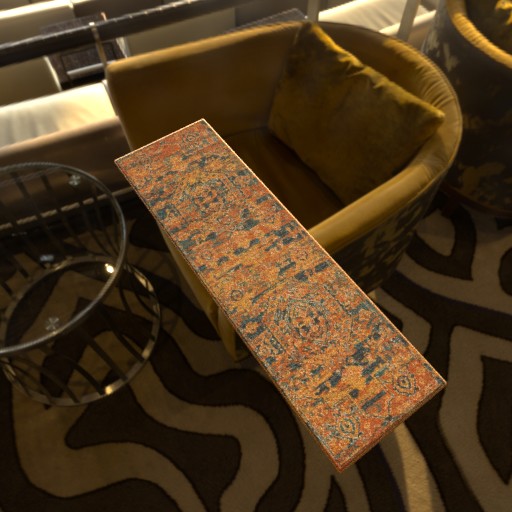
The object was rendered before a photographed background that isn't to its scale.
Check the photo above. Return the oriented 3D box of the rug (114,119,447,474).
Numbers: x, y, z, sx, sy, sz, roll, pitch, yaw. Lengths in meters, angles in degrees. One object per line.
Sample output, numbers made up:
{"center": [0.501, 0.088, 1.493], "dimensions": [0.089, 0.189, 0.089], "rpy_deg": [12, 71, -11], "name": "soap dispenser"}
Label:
{"center": [0.000, 0.000, 2.033], "dimensions": [0.556, 0.013, 1.820], "rpy_deg": [-31, 64, -17], "name": "rug"}
